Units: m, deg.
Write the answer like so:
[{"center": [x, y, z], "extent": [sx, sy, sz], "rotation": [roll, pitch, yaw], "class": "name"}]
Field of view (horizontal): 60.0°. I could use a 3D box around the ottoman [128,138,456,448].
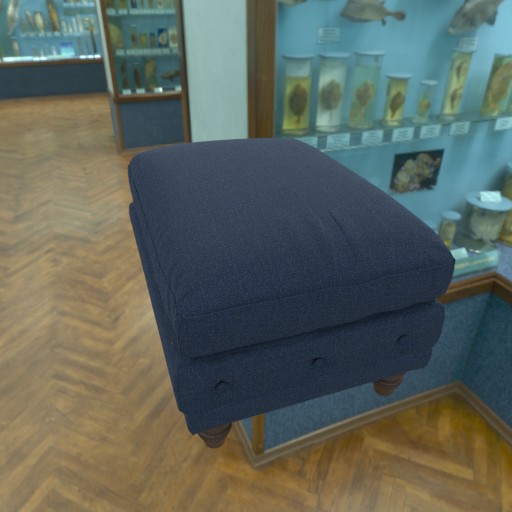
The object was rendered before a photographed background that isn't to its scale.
[{"center": [0.000, 0.000, 1.129], "extent": [0.558, 0.486, 0.767], "rotation": [-10, 32, -17], "class": "ottoman"}]
